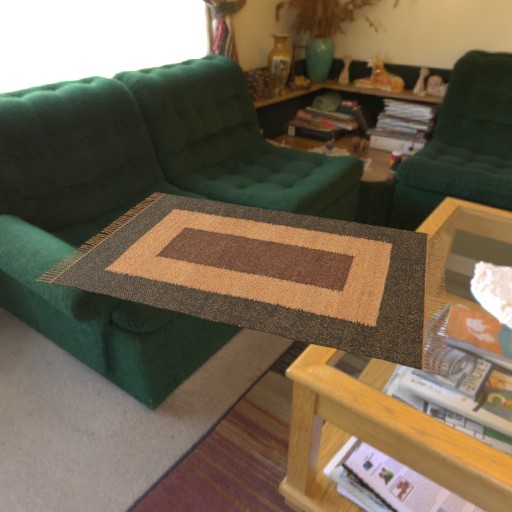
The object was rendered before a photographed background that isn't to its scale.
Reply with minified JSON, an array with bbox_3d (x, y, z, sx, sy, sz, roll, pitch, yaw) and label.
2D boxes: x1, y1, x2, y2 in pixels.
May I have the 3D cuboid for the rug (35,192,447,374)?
[{"bbox_3d":[0.000,0.000,1.903,1.541,0.013,0.920,10,33,16],"label":"rug"}]
